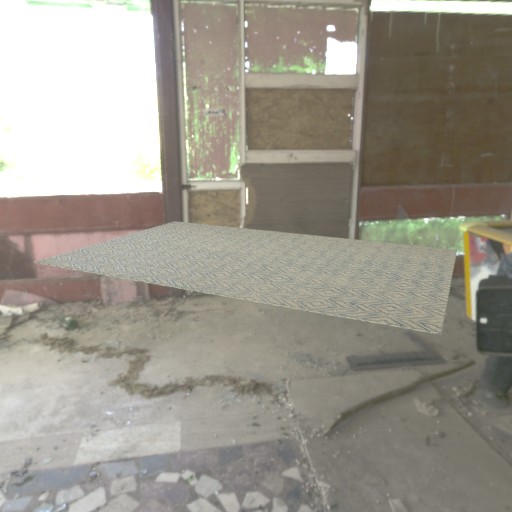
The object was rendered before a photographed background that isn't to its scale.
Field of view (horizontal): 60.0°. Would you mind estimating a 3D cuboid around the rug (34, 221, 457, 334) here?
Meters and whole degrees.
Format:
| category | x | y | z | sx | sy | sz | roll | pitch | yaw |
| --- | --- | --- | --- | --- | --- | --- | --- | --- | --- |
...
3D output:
| category | x | y | z | sx | sy | sz | roll | pitch | yaw |
| --- | --- | --- | --- | --- | --- | --- | --- | --- | --- |
| rug | 0.000 | 0.000 | 3.006 | 2.441 | 0.008 | 1.526 | 7 | 17 | 25 |
